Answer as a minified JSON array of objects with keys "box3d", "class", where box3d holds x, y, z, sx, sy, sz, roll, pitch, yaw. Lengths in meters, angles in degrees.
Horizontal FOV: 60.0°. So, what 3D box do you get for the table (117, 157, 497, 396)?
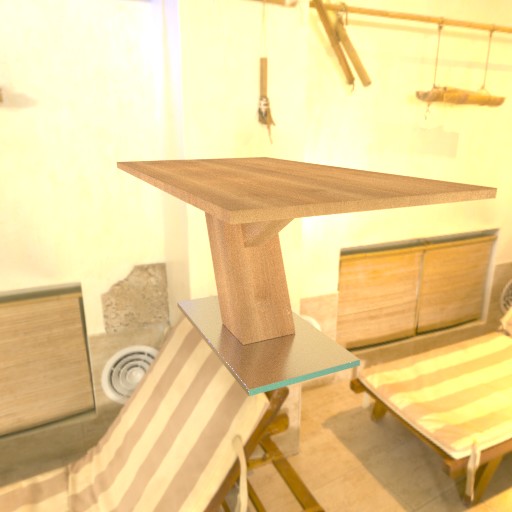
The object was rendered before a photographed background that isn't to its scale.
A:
[{"box3d":[0.000,0.000,1.991,0.900,0.750,1.600,-8,18,-25],"class":"table"}]
